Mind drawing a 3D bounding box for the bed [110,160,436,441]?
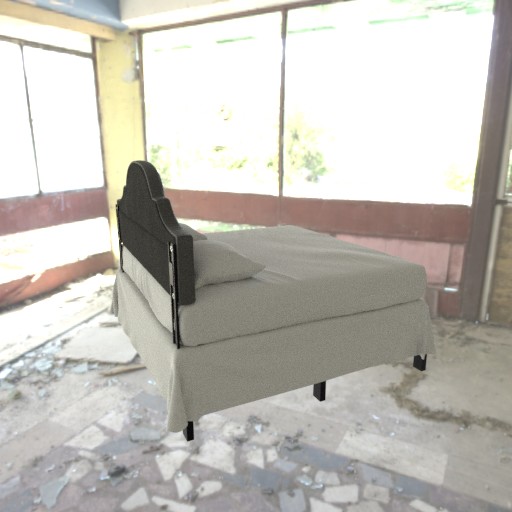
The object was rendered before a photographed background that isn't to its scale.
[{"bbox_3d":[0.000,0.000,3.797,2.222,1.631,2.303,-7,16,-25],"label":"bed"}]
